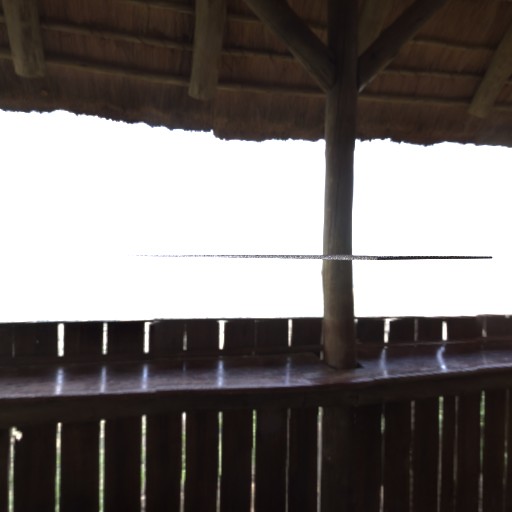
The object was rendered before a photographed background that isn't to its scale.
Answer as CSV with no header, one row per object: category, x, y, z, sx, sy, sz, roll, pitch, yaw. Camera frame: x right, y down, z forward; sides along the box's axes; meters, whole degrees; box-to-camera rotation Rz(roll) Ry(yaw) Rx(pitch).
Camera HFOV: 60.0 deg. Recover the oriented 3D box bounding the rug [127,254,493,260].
rug,0.000,0.000,1.985,0.553,0.012,1.827,0,0,-35
